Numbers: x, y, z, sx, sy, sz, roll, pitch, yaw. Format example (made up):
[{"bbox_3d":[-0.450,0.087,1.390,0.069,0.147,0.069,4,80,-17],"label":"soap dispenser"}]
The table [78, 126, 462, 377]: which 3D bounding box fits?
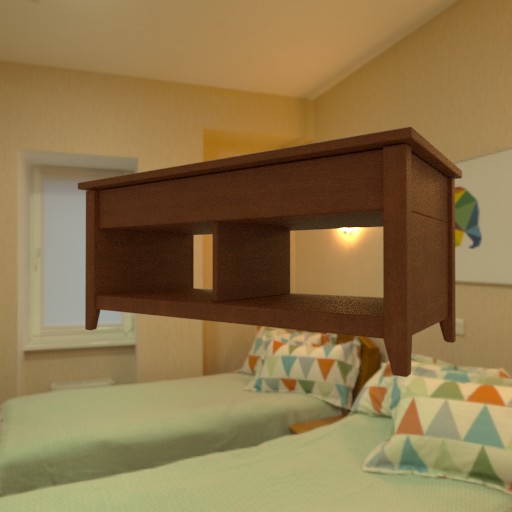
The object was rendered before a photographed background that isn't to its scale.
[{"bbox_3d":[0.000,0.000,1.283,1.016,0.457,0.483,0,-1,35],"label":"table"}]
